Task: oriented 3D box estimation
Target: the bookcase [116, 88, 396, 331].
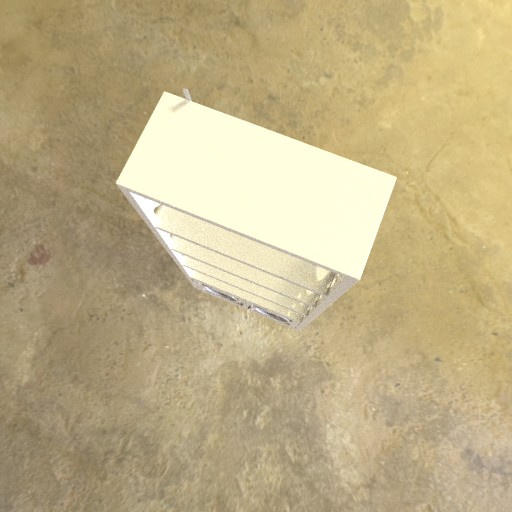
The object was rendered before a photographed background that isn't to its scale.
[{"bbox_3d":[0.000,0.000,2.170,0.761,1.869,0.361,22,77,5],"label":"bookcase"}]
